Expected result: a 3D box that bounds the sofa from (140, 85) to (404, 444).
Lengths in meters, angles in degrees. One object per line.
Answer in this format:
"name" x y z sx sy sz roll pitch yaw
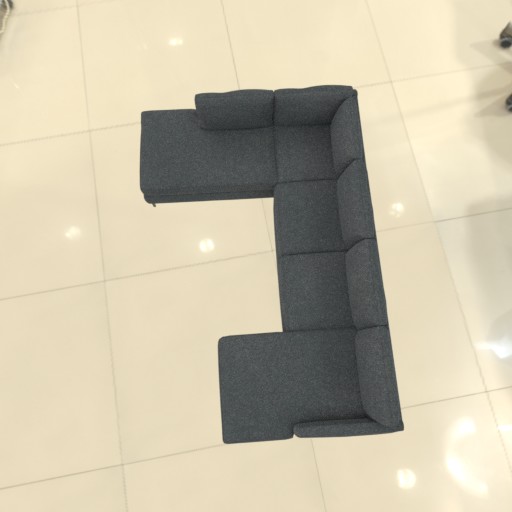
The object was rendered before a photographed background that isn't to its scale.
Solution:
"sofa" 0.000 0.000 3.781 2.007 0.813 2.956 -3 75 -1
